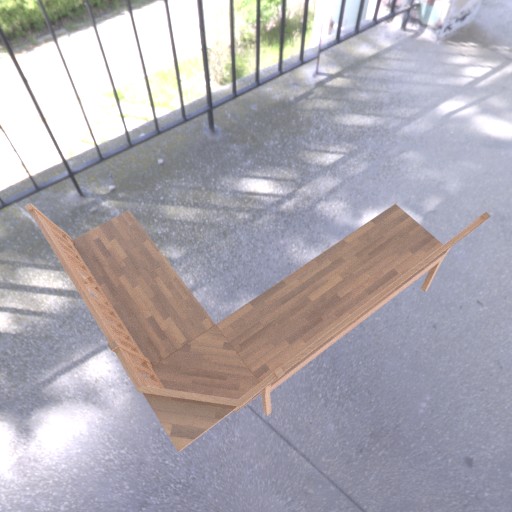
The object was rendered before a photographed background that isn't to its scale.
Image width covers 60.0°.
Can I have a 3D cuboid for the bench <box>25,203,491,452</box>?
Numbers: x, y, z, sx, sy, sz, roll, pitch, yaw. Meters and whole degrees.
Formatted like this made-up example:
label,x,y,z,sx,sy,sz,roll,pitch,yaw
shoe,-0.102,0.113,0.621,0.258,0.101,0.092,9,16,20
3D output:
label,x,y,z,sx,sy,sz,roll,pitch,yaw
bench,0.000,0.000,2.725,1.937,0.902,1.537,-32,63,-19
